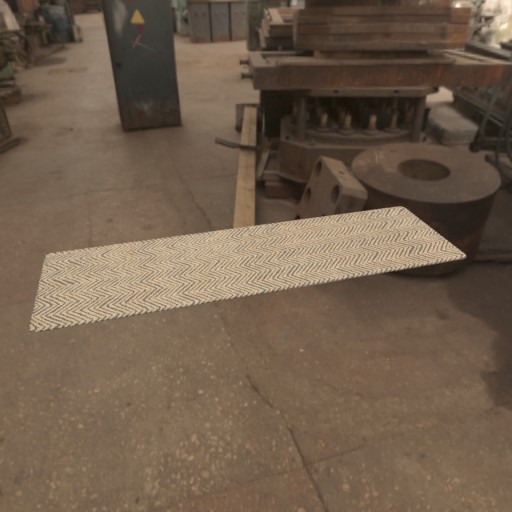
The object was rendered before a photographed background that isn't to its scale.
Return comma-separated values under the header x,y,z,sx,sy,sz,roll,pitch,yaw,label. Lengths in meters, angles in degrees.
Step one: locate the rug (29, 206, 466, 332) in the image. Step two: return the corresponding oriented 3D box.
x,y,z,sx,sy,sz,roll,pitch,yaw,label
0.000,0.000,2.501,2.286,0.008,0.686,-9,33,-13,rug
